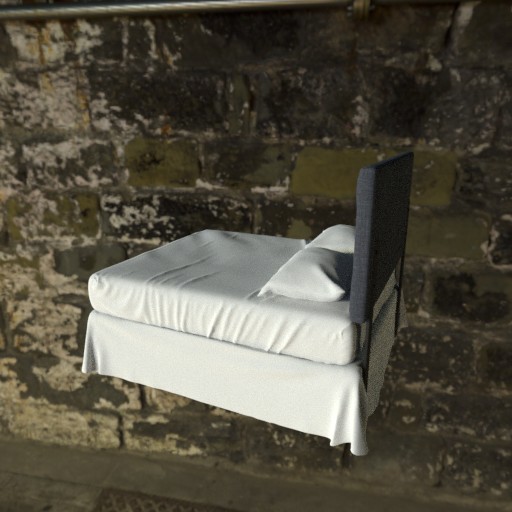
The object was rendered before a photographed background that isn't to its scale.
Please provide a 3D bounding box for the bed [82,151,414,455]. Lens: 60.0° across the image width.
[{"bbox_3d":[0.000,0.000,3.485,2.222,1.577,1.936,7,18,24],"label":"bed"}]
